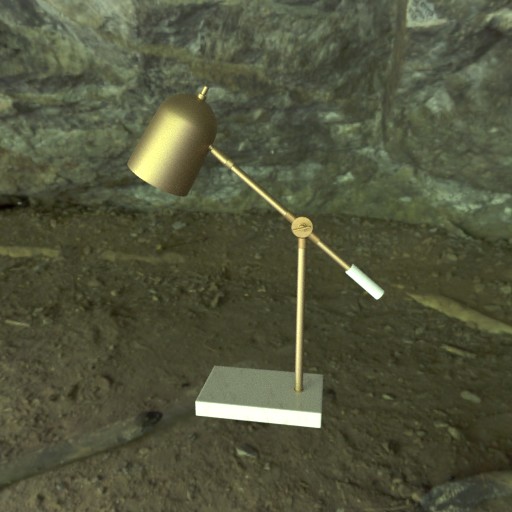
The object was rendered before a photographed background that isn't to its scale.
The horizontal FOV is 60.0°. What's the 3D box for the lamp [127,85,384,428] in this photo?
[{"bbox_3d":[0.000,0.000,0.828,0.471,0.603,0.144,2,14,9],"label":"lamp"}]
